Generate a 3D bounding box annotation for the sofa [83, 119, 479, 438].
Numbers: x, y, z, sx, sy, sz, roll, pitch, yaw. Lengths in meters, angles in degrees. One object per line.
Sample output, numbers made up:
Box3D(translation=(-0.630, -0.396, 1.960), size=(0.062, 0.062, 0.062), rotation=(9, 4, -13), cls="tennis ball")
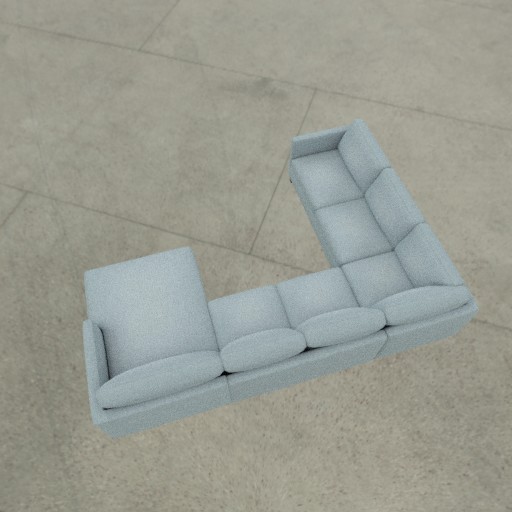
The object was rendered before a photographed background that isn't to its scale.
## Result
Box3D(translation=(0.000, 0.000, 4.476), size=(3.403, 0.889, 2.551), rotation=(-14, 59, -9), cls="sofa")
